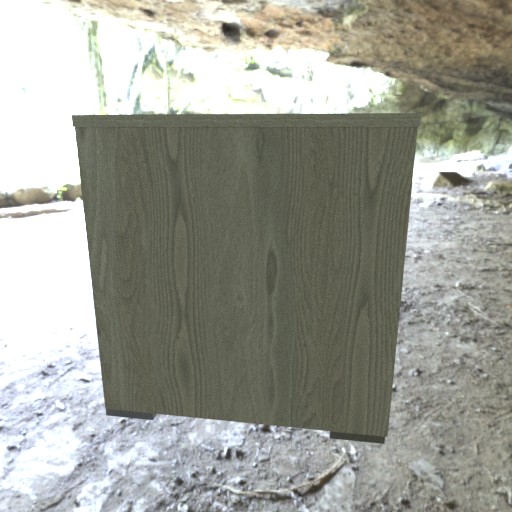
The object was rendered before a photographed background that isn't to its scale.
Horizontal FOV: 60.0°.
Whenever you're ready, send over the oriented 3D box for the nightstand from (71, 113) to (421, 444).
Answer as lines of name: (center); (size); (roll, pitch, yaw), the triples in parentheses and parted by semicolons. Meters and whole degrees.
nightstand: (0.000, 0.000, 0.769); (0.442, 0.461, 0.325); (2, 16, 9)
